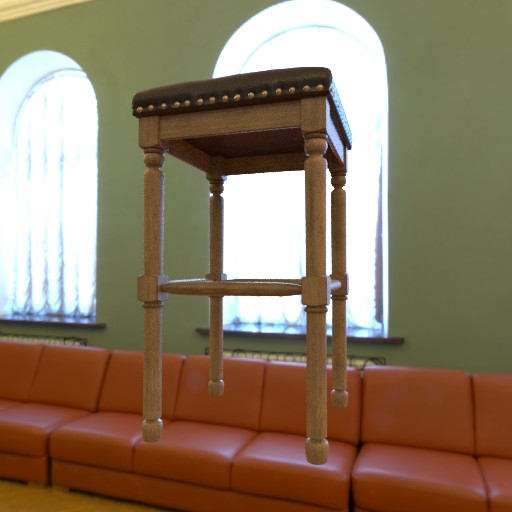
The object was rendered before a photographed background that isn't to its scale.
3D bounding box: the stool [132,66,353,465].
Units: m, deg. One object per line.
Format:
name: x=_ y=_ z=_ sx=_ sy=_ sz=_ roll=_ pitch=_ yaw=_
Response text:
stool: x=0.000 y=0.000 z=0.954 sx=0.382 sy=0.702 sz=0.383 roll=-1 pitch=-2 yaw=18
